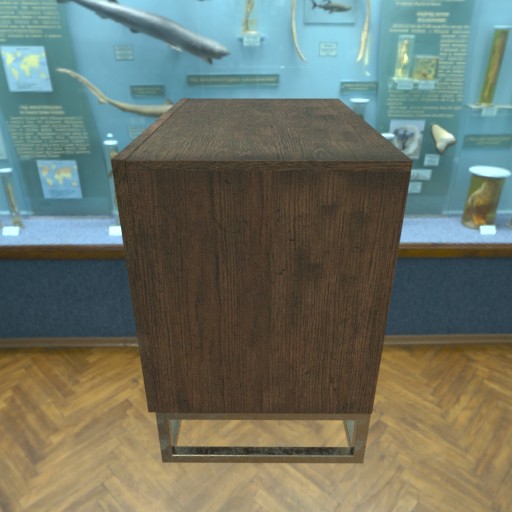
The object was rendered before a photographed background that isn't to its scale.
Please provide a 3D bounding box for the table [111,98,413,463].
[{"bbox_3d":[0.000,0.000,1.247,0.542,0.746,0.767,0,27,0],"label":"table"}]
